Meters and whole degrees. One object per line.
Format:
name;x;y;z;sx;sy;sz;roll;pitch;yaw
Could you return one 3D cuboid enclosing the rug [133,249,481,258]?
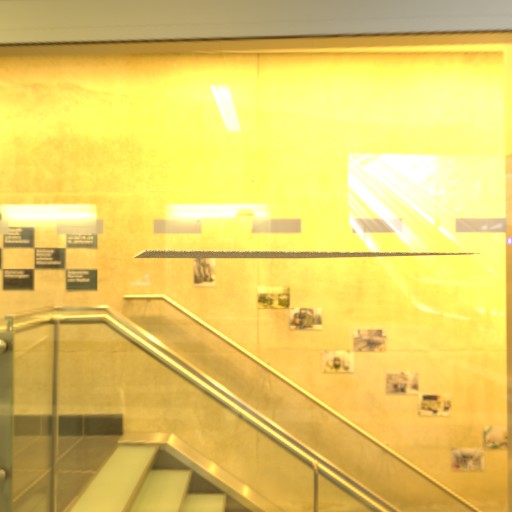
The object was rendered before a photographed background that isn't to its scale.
rug;0.000;0.000;2.906;1.514;0.011;2.233;0;-1;-17
